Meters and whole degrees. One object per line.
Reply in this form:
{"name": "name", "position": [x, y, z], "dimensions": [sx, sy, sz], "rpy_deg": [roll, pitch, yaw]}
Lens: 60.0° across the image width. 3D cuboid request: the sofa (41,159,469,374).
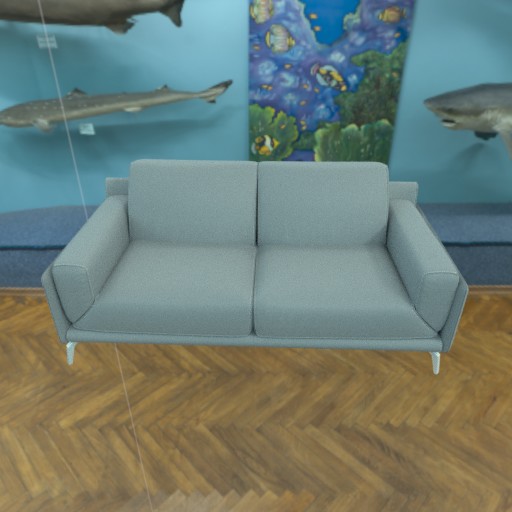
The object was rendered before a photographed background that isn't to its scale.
{"name": "sofa", "position": [0.000, 0.000, 2.587], "dimensions": [2.100, 0.900, 0.969], "rpy_deg": [1, 32, 2]}
